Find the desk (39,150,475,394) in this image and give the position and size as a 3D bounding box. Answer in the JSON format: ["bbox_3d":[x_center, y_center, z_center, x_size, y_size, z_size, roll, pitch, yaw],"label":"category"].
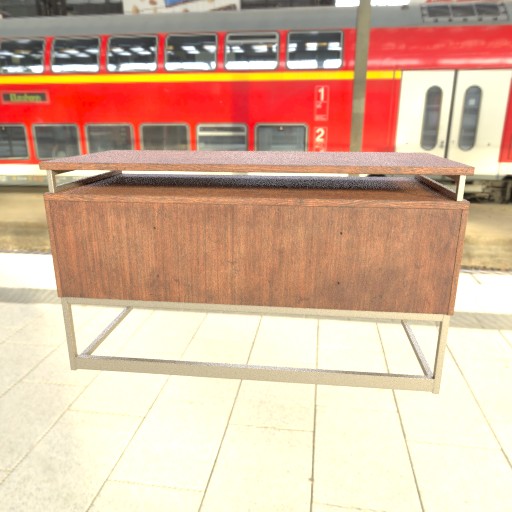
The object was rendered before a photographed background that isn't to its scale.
[{"bbox_3d":[0.000,0.000,1.802,1.384,0.792,0.610,2,17,6],"label":"desk"}]
